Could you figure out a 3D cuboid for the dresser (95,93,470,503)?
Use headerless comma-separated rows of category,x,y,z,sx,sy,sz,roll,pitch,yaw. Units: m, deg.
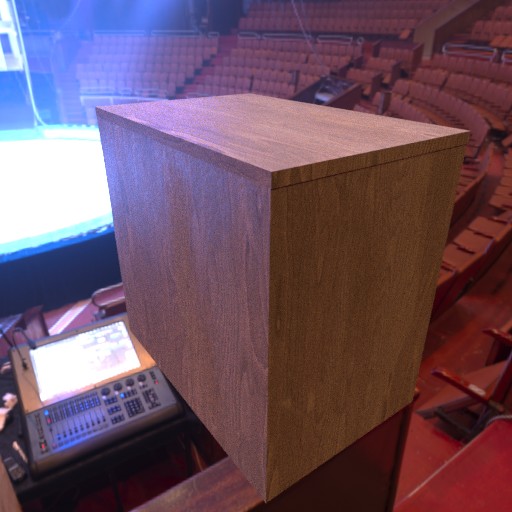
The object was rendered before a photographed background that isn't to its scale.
dresser,0.000,0.000,1.258,0.529,0.762,0.809,-18,32,-32
